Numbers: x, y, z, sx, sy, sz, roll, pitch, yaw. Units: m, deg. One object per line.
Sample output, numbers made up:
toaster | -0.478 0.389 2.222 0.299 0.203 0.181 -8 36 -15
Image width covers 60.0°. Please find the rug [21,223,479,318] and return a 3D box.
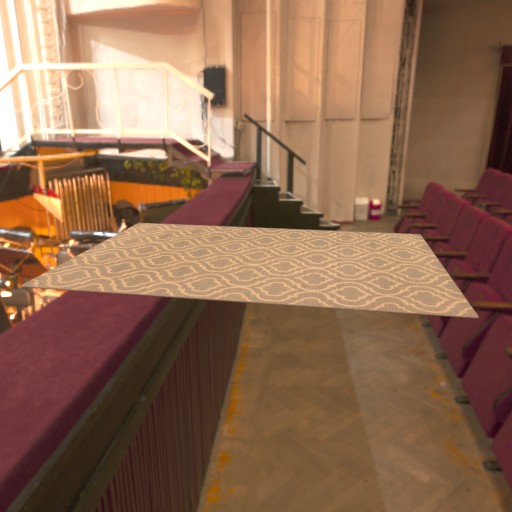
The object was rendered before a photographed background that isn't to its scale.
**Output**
rug | 0.000 0.000 2.195 1.749 0.015 1.141 3 17 9
